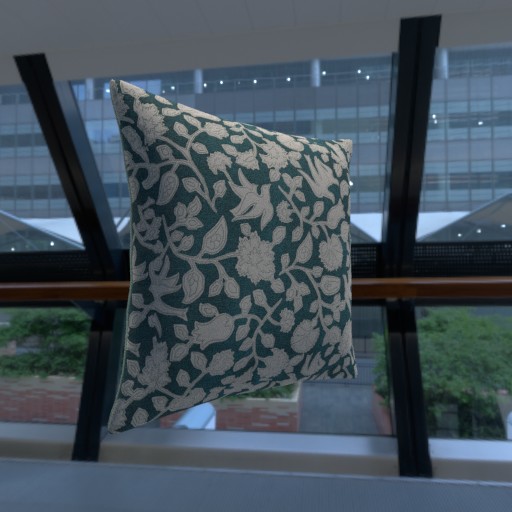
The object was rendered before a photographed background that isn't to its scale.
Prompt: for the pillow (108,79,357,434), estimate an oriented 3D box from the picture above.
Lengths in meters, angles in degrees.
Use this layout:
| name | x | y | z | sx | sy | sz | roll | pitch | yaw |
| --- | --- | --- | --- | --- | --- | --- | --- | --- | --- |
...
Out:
| name | x | y | z | sx | sy | sz | roll | pitch | yaw |
| --- | --- | --- | --- | --- | --- | --- | --- | --- | --- |
| pillow | 0.000 | 0.000 | 0.787 | 0.525 | 0.508 | 0.166 | 1 | -2 | -37 |
